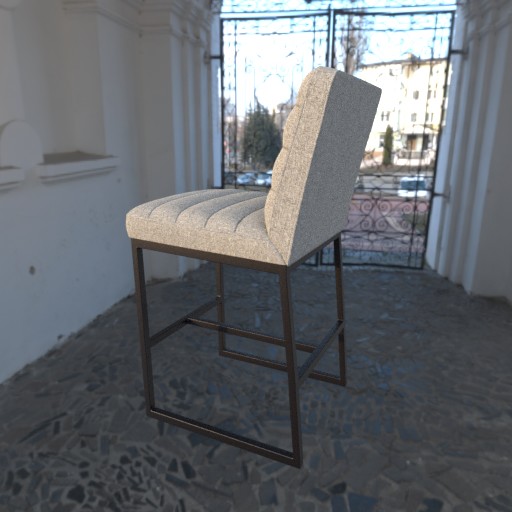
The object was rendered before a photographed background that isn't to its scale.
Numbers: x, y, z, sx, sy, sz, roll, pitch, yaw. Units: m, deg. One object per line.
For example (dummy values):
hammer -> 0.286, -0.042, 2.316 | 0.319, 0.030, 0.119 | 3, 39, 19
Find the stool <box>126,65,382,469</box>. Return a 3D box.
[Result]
stool -> 0.000, 0.000, 1.269 | 0.560, 0.940, 0.460 | 8, 17, 25
